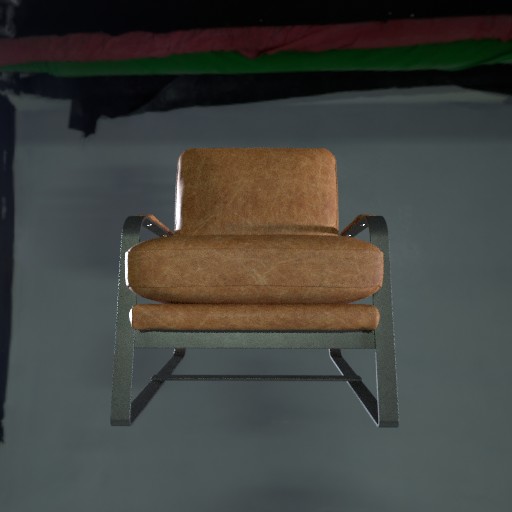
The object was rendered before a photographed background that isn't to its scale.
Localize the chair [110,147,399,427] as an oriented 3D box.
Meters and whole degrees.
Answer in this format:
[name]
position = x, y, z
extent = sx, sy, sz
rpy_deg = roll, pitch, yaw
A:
[chair]
position = 0.000, 0.000, 1.339
extent = 0.651, 0.777, 0.801
rpy_deg = 0, 0, 1
